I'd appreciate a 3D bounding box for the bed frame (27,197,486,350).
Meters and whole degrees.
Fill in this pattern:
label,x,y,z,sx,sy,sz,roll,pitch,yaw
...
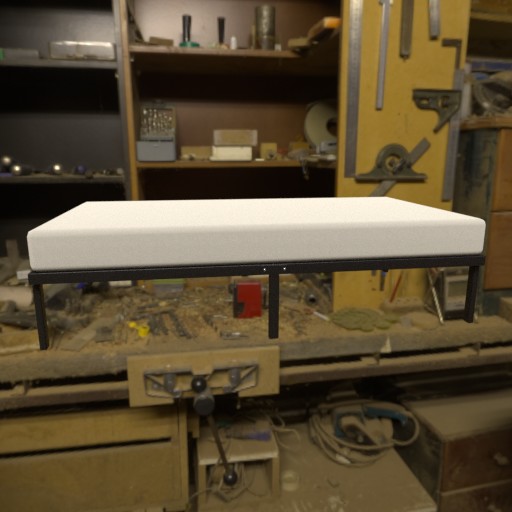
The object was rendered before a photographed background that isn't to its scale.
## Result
label,x,y,z,sx,sy,sz,roll,pitch,yaw
bed frame,0.000,0.000,3.195,2.635,0.680,1.393,-2,14,-9
